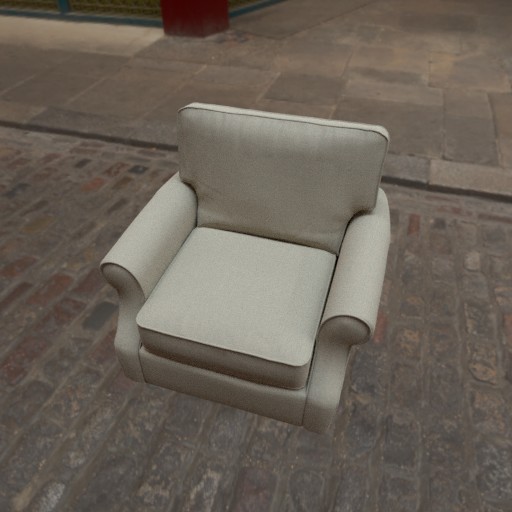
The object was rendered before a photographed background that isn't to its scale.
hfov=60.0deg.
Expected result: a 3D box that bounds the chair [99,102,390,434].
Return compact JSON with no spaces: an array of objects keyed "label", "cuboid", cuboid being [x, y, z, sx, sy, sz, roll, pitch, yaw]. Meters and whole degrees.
[{"label":"chair","cuboid":[0.000,0.000,1.832,1.029,0.967,0.966,11,42,13]}]
